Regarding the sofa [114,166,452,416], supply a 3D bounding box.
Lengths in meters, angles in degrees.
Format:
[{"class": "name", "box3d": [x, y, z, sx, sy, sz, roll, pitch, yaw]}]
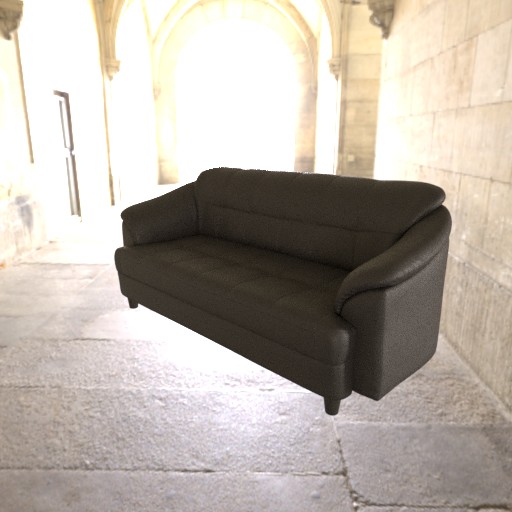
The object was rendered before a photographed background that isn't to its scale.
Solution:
[{"class": "sofa", "box3d": [0.000, 0.000, 2.277, 0.800, 0.811, 1.829, -14, 21, -42]}]
